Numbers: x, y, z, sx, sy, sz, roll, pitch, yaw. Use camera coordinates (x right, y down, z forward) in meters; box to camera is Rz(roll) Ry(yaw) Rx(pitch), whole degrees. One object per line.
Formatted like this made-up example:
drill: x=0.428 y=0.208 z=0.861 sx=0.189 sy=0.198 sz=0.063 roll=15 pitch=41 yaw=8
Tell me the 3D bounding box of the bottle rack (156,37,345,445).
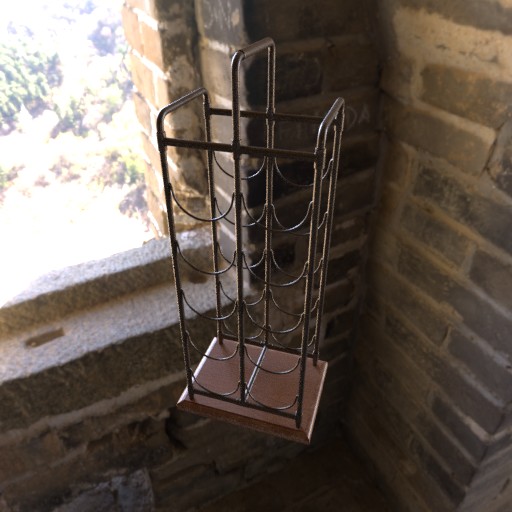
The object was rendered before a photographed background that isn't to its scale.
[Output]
bottle rack: x=0.000 y=0.000 z=0.779 sx=0.276 sy=0.680 sz=0.208 roll=10 pitch=34 yaw=15
